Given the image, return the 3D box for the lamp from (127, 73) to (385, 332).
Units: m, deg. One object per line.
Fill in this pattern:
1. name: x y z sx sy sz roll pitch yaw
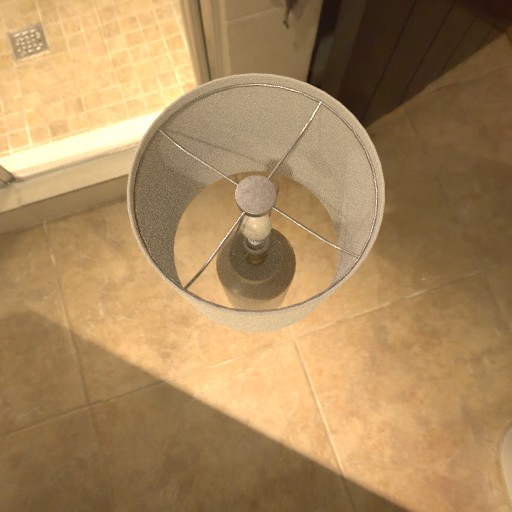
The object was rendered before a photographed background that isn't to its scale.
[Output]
1. lamp: 0.000 0.000 0.603 0.212 0.493 0.212 34 79 8
